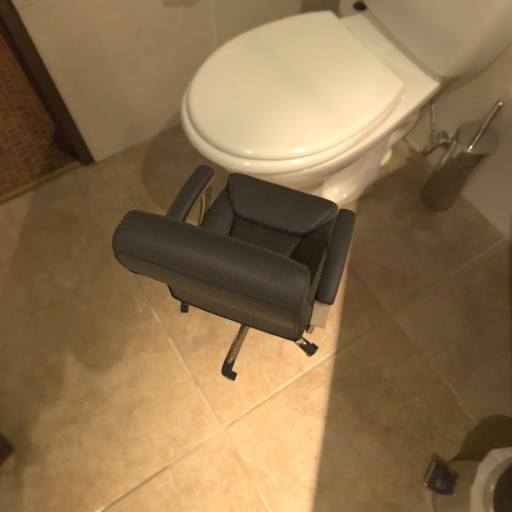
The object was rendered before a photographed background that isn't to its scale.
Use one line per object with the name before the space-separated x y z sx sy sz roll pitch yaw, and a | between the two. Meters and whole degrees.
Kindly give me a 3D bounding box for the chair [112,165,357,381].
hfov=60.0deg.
chair | 0.000 0.000 1.649 0.694 1.188 0.748 19 66 9
